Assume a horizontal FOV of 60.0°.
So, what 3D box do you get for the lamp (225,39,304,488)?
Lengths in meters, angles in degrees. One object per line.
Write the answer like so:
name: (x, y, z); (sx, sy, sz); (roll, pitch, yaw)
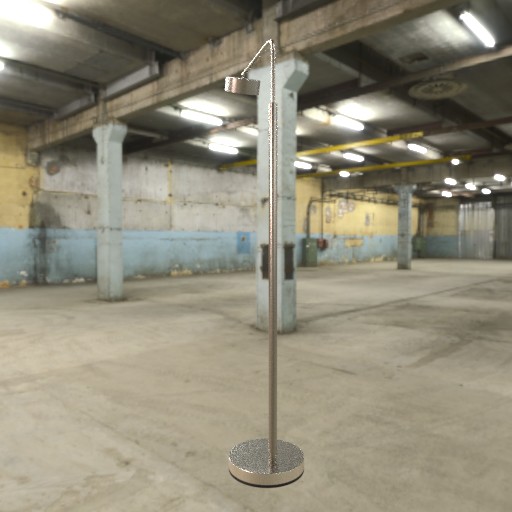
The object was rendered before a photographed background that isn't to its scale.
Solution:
lamp: (0.000, 0.000, 1.393); (0.222, 1.250, 0.421); (0, 1, -18)
